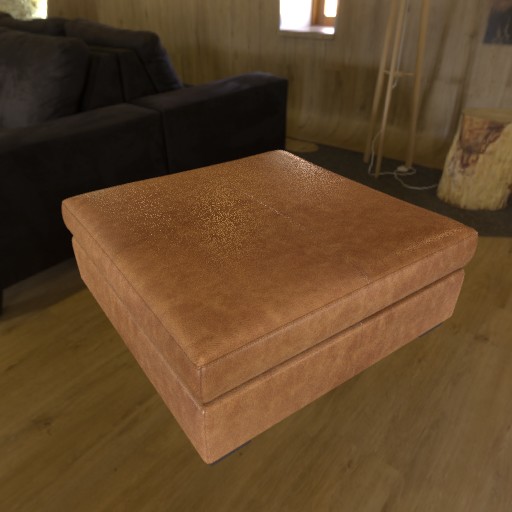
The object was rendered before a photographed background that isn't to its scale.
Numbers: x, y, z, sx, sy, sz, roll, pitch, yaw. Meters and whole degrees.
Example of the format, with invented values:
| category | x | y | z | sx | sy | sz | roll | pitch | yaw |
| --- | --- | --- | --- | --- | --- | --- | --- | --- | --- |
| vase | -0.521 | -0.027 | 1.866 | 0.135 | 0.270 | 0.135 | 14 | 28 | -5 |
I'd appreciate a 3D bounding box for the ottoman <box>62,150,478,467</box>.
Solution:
| category | x | y | z | sx | sy | sz | roll | pitch | yaw |
| --- | --- | --- | --- | --- | --- | --- | --- | --- | --- |
| ottoman | 0.000 | 0.000 | 1.794 | 1.168 | 0.483 | 1.169 | -20 | 36 | -30 |
